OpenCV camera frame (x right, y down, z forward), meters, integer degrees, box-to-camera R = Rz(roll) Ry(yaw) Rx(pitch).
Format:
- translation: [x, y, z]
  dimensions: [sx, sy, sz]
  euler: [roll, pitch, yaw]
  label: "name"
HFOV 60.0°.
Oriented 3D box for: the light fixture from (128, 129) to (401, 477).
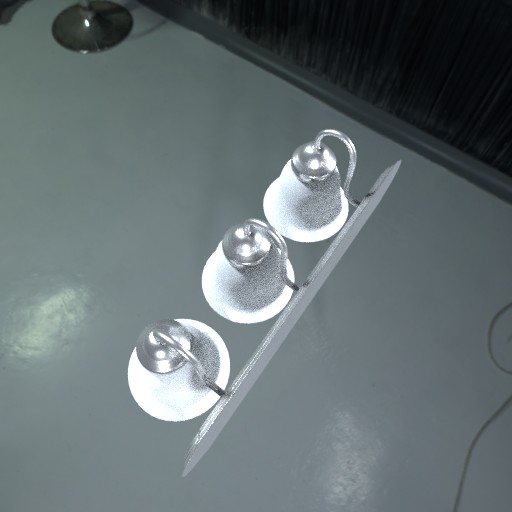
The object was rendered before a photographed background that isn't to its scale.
- translation: [0.000, 0.000, 0.686]
  dimensions: [0.199, 0.222, 0.610]
  euler: [32, 68, 15]
  label: "light fixture"
